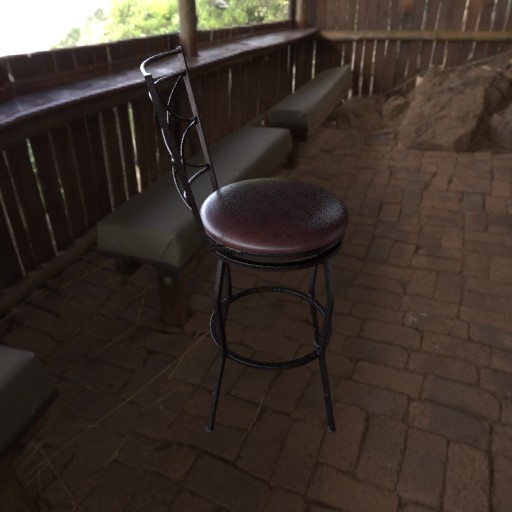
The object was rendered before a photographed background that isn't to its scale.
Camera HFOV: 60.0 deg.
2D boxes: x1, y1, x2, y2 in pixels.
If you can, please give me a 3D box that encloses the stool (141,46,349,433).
[{"bbox_3d":[0.000,0.000,1.354,0.534,1.117,0.434,0,32,0],"label":"stool"}]
